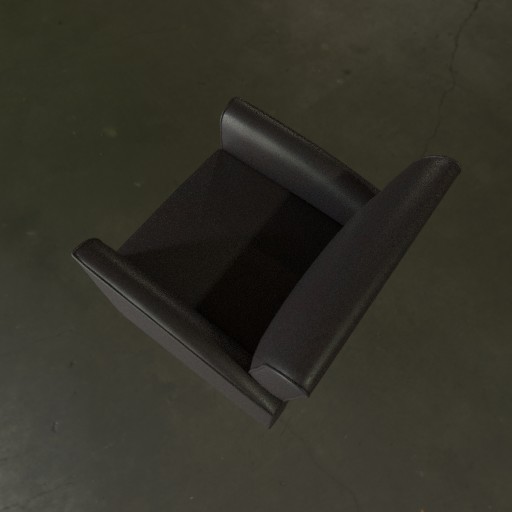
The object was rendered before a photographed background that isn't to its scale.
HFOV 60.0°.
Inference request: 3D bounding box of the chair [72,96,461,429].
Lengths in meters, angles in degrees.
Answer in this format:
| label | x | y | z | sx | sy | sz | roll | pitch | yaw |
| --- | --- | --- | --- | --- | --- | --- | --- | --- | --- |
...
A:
| label | x | y | z | sx | sy | sz | roll | pitch | yaw |
| --- | --- | --- | --- | --- | --- | --- | --- | --- | --- |
| chair | 0.000 | 0.000 | 1.533 | 0.819 | 0.916 | 0.820 | 34 | 68 | 15 |
